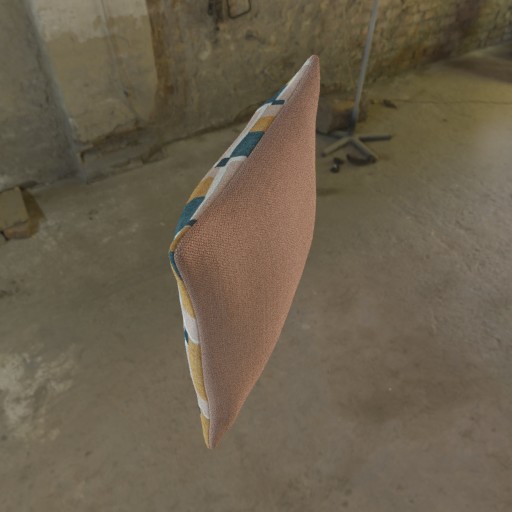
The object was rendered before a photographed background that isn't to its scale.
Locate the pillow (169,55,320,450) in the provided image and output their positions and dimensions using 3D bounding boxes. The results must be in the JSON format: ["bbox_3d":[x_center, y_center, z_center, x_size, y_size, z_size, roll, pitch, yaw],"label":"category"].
[{"bbox_3d":[0.000,0.000,0.726,0.158,0.479,0.478,15,48,15],"label":"pillow"}]
